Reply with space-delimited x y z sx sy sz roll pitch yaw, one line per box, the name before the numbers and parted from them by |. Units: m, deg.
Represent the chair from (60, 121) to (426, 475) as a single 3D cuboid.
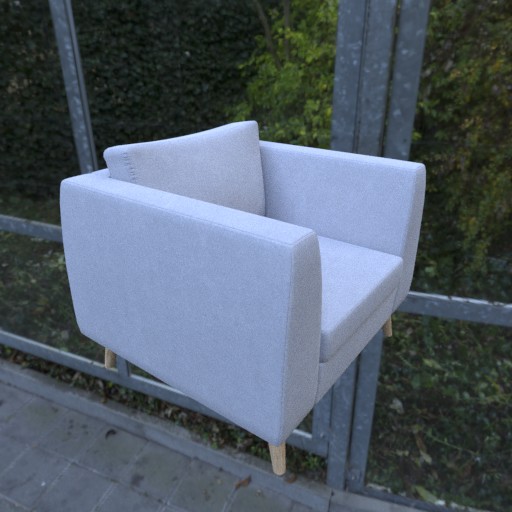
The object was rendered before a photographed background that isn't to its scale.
chair | 0.000 0.000 1.662 0.930 0.860 1.000 17 30 32
